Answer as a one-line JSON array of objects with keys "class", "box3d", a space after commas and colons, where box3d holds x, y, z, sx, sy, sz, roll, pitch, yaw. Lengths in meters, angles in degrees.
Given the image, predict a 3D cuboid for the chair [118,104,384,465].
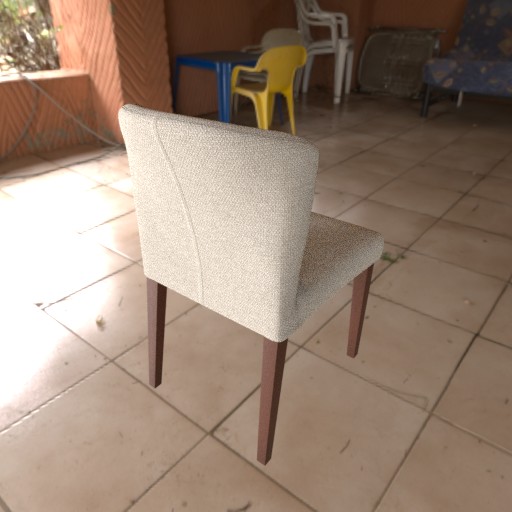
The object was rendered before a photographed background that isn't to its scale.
[{"class": "chair", "box3d": [0.000, 0.000, 1.187, 0.491, 0.839, 0.589, 21, 36, 32]}]
